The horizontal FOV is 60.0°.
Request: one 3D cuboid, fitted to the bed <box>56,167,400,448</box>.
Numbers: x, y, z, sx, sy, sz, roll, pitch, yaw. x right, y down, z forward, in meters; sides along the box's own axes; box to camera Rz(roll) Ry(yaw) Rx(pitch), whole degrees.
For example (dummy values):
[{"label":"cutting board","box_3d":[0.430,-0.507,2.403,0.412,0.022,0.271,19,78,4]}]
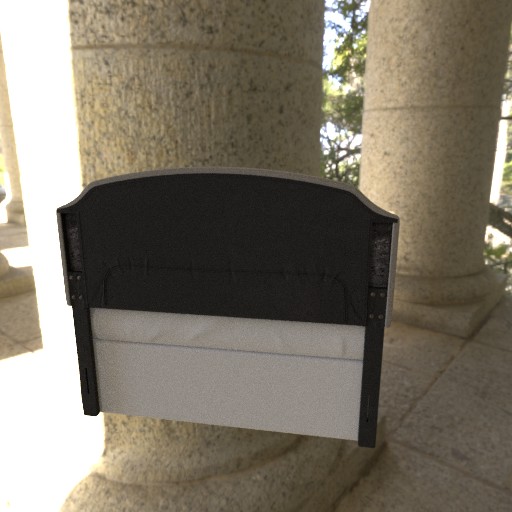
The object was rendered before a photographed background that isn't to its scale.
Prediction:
[{"label":"bed","box_3d":[0.000,0.000,2.959,1.558,1.270,1.999,3,15,10]}]
